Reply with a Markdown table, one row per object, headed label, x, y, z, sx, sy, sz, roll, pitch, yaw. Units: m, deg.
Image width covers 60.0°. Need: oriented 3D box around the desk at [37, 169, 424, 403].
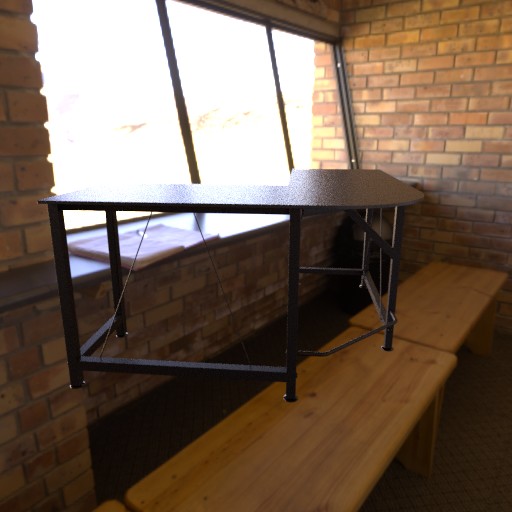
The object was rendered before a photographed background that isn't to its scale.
| label | x | y | z | sx | sy | sz | roll | pitch | yaw |
| --- | --- | --- | --- | --- | --- | --- | --- | --- | --- |
| desk | 0.000 | 0.000 | 2.261 | 1.400 | 0.762 | 1.400 | 2 | 16 | 6 |
